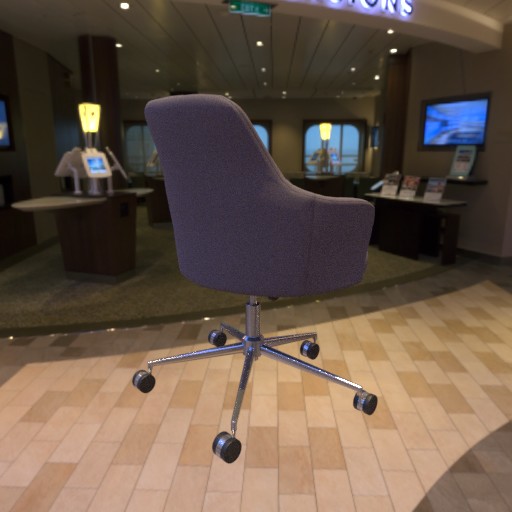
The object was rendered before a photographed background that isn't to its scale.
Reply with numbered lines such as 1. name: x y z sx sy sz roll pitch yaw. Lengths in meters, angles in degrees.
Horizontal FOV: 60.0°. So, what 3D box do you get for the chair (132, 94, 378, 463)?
1. chair: 0.000 0.000 1.260 0.600 0.820 0.655 -13 19 -42
